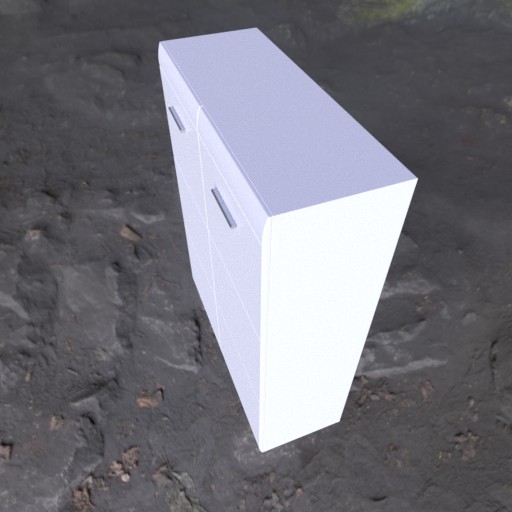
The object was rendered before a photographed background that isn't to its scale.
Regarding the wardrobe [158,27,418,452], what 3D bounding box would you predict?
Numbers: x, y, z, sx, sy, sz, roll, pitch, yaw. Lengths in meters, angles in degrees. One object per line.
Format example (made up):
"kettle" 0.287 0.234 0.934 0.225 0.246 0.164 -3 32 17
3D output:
"wardrobe" 0.000 0.000 1.583 0.360 1.200 0.900 -16 48 -15
